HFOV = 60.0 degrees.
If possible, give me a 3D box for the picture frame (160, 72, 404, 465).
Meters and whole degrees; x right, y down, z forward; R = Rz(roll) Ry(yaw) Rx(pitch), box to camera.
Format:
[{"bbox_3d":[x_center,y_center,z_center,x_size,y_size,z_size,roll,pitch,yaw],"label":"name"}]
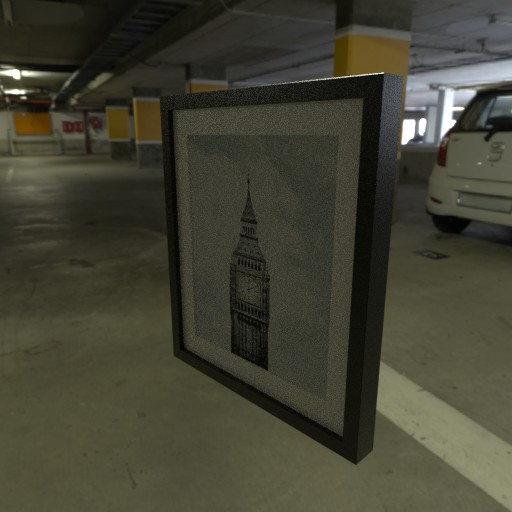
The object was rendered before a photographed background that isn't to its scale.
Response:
[{"bbox_3d":[0.000,0.000,0.532,0.034,0.378,0.328,-15,21,-43],"label":"picture frame"}]
